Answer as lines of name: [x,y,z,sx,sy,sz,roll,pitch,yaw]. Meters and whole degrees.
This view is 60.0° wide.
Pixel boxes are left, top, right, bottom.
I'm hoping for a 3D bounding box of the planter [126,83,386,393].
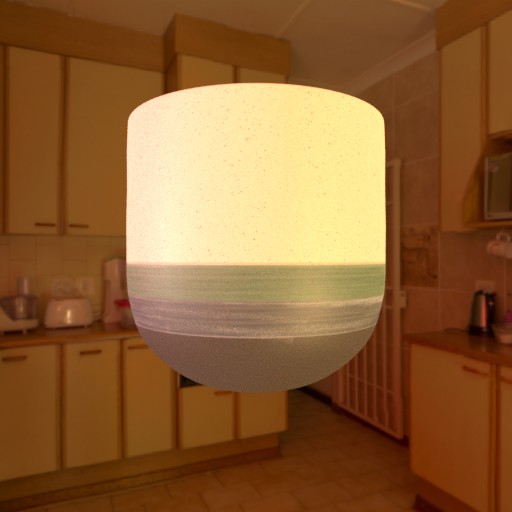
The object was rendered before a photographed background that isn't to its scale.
planter: [0.000,0.000,0.478,0.268,0.270,0.268,0,0,0]
